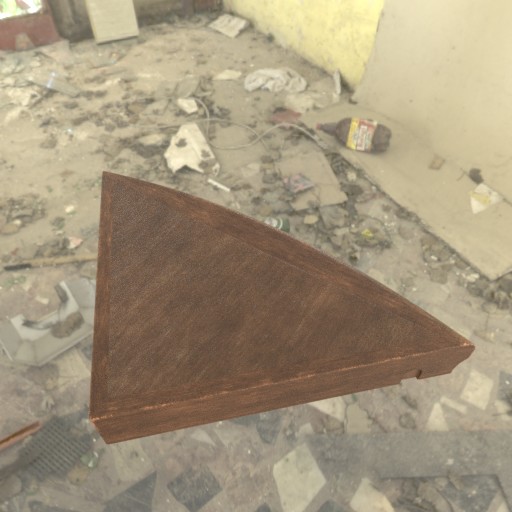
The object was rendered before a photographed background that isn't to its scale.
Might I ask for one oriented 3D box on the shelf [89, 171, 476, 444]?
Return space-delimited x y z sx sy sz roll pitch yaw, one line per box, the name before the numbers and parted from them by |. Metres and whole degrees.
shelf | 0.000 0.000 0.460 0.310 0.050 0.310 -9 48 -8
